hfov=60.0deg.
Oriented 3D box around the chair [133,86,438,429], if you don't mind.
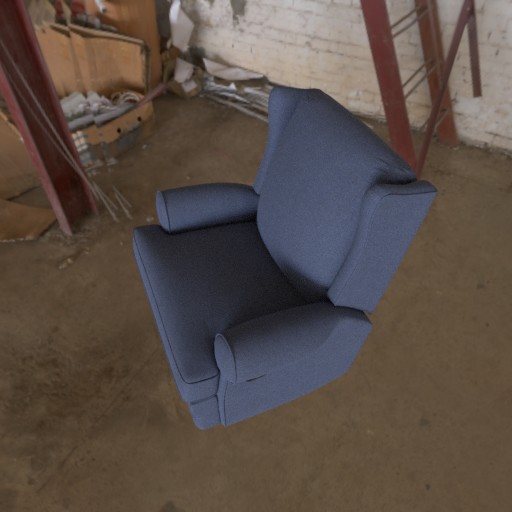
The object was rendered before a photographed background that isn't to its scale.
[{"bbox_3d":[0.000,0.000,1.750,0.877,1.020,0.971,-17,48,-16],"label":"chair"}]
